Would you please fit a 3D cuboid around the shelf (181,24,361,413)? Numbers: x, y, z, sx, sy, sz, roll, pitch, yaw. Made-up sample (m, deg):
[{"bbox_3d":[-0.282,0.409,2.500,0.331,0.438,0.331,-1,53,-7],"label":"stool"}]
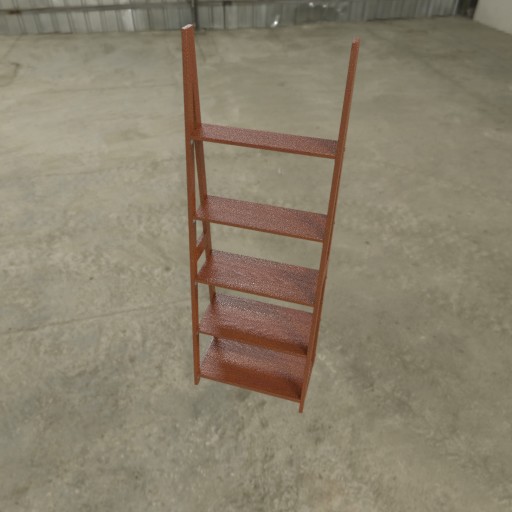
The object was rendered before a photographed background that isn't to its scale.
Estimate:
[{"bbox_3d":[0.000,0.000,1.998,0.630,1.780,0.356,11,42,13],"label":"shelf"}]
